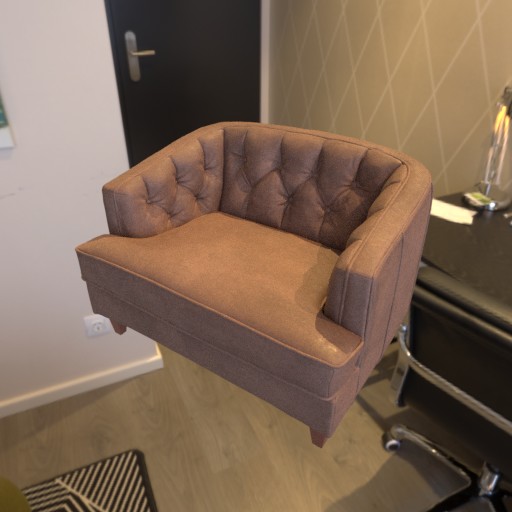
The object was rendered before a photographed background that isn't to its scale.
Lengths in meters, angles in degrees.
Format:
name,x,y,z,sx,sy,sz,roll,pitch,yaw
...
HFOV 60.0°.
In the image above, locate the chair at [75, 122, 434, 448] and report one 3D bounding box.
name,x,y,z,sx,sy,sz,roll,pitch,yaw
chair,0.000,0.000,1.721,1.118,0.787,0.914,20,36,29
